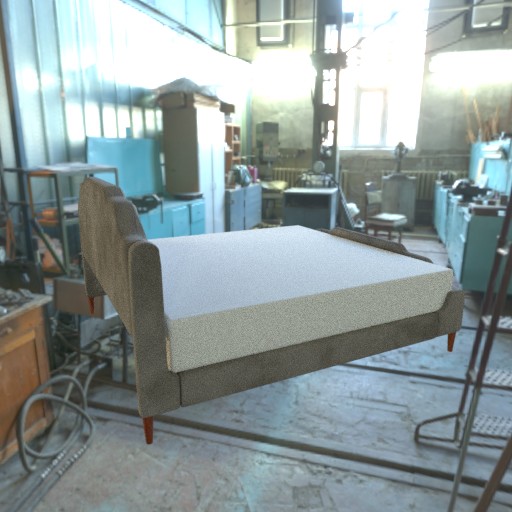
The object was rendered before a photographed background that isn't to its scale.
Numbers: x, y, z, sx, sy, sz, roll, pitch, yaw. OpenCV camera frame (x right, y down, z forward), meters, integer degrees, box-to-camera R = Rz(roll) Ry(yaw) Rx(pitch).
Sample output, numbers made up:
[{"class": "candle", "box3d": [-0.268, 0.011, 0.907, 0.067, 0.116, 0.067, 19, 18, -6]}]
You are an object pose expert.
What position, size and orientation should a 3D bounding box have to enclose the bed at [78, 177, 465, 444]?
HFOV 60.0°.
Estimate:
[{"class": "bed", "box3d": [0.000, 0.000, 3.465, 2.340, 1.245, 2.074, -7, 16, -27]}]
